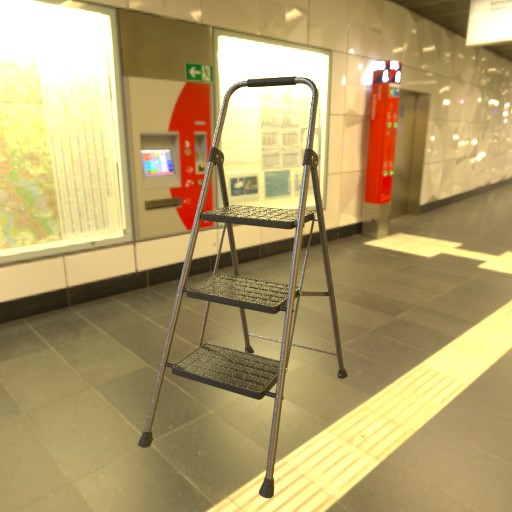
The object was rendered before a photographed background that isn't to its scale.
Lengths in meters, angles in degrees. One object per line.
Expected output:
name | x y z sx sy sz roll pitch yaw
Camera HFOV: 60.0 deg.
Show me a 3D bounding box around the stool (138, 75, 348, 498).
stool | 0.000 0.000 1.458 0.473 1.121 0.733 8 17 27
